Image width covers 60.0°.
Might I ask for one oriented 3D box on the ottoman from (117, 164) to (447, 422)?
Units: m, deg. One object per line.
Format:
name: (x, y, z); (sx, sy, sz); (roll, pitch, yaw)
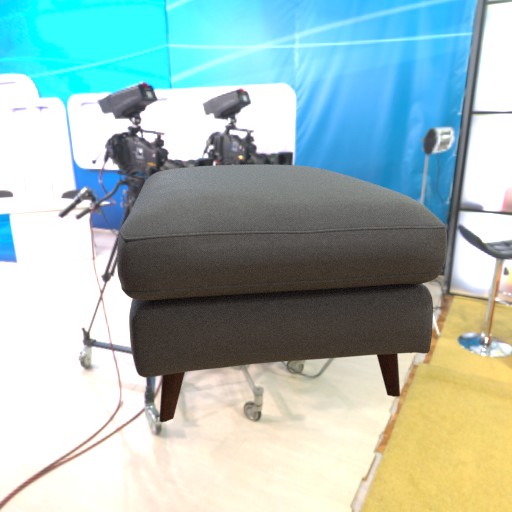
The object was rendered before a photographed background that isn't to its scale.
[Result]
ottoman: (0.000, 0.000, 1.166); (0.608, 0.449, 0.811); (-3, 17, -10)
